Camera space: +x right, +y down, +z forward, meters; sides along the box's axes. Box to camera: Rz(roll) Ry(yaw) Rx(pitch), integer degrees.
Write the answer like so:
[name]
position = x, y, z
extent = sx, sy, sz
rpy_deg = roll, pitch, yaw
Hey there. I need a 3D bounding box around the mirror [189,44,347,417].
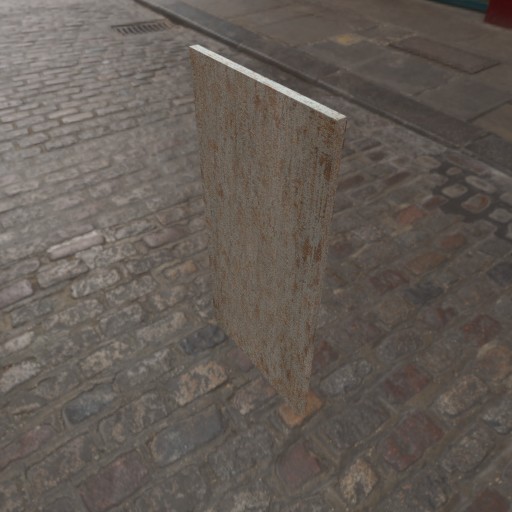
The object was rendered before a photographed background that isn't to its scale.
[mirror]
position = 0.000, 0.000, 1.154
extent = 0.027, 0.922, 0.472
rpy_deg = -26, 47, -26
